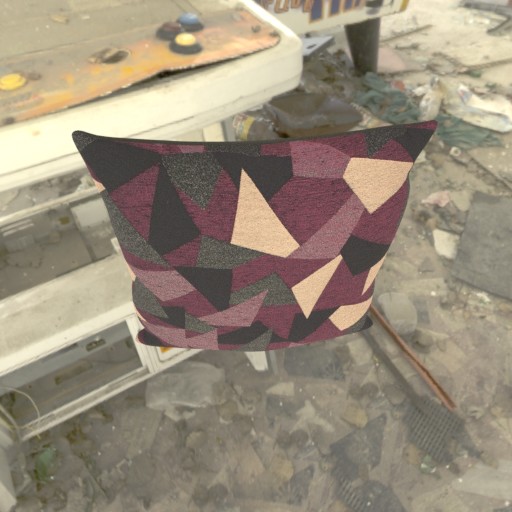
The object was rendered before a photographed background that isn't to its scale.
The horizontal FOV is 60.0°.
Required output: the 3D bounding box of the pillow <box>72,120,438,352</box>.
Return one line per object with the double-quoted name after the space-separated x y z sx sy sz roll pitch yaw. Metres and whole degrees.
0.000 0.000 0.759 0.503 0.496 0.208 -3 47 -3 "pillow"
